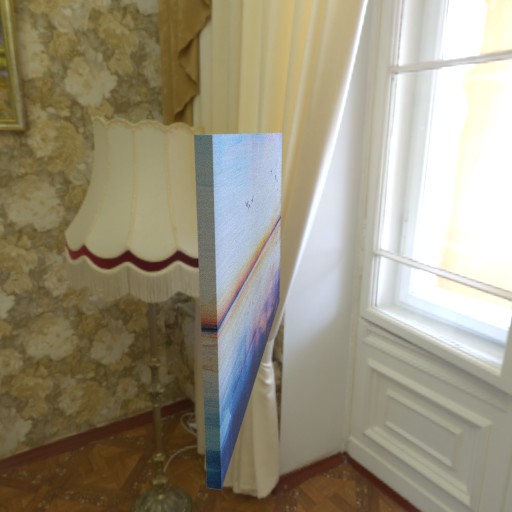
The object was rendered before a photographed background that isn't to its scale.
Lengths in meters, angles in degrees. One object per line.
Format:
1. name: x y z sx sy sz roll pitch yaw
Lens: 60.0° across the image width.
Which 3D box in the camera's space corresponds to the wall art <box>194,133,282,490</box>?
1. wall art: 0.000 0.000 1.418 0.034 0.756 1.137 3 16 9
